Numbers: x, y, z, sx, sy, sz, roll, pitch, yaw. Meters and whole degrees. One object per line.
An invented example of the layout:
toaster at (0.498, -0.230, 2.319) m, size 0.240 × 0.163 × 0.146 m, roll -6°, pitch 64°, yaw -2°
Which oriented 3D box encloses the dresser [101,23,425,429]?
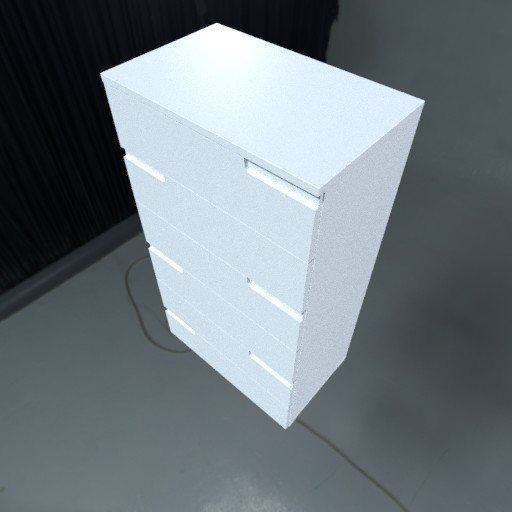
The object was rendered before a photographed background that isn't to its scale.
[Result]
dresser at (0.000, 0.000, 1.474) m, size 0.650 × 1.190 × 0.400 m, roll 33°, pitch 57°, yaw 26°
